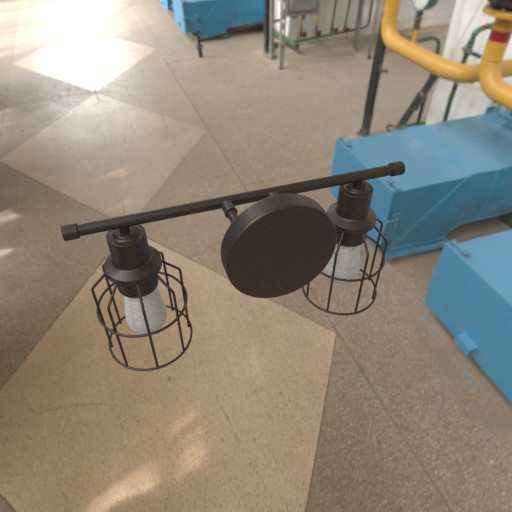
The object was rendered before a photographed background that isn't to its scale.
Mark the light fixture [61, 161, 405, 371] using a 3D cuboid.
[{"bbox_3d":[0.000,0.000,0.537,0.406,0.254,0.165,-13,43,-14],"label":"light fixture"}]
